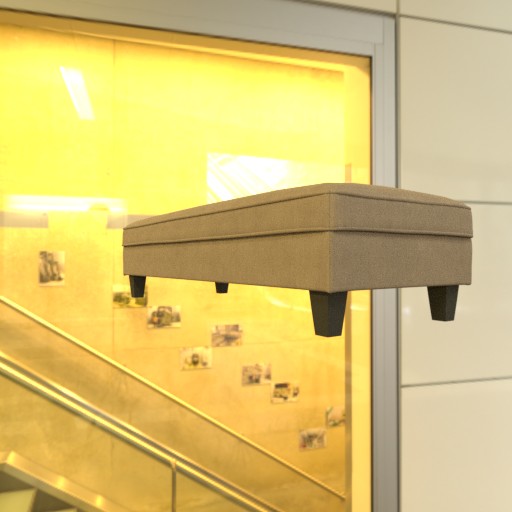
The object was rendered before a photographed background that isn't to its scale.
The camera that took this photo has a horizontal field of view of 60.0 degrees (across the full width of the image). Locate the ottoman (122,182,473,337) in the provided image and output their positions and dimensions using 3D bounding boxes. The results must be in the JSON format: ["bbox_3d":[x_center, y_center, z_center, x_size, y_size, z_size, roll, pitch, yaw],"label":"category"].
[{"bbox_3d":[0.000,0.000,2.089,0.751,0.470,1.764,0,-1,-35],"label":"ottoman"}]
